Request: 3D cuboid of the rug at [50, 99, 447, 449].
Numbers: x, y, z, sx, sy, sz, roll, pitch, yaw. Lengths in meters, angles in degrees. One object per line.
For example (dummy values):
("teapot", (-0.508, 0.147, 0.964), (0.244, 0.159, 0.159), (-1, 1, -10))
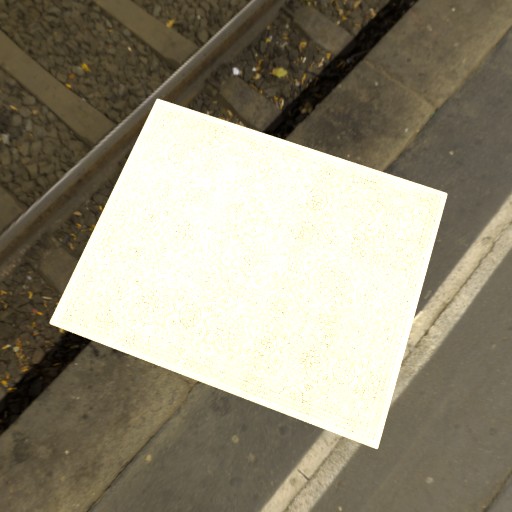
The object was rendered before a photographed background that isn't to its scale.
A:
("rug", (0.000, 0.000, 4.125), (3.050, 0.015, 2.441), (19, 76, 5))
